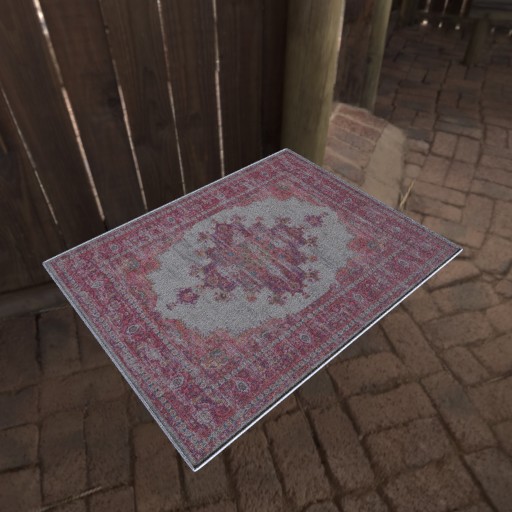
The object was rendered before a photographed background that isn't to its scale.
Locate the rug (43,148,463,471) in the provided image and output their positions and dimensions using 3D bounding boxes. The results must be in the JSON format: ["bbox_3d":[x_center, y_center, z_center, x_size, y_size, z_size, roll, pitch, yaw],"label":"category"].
[{"bbox_3d":[0.000,0.000,4.161,3.123,0.017,2.447,-31,52,-28],"label":"rug"}]
